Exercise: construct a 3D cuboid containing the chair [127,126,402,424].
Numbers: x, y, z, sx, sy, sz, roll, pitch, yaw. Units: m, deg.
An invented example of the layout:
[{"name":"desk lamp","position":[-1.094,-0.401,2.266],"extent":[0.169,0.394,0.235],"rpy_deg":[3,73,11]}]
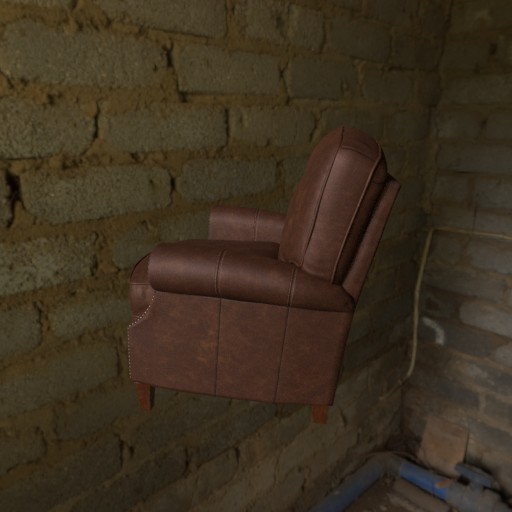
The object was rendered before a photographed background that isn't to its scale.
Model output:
[{"name":"chair","position":[0.000,0.000,1.807],"extent":[0.986,1.018,0.936],"rpy_deg":[2,16,8]}]
